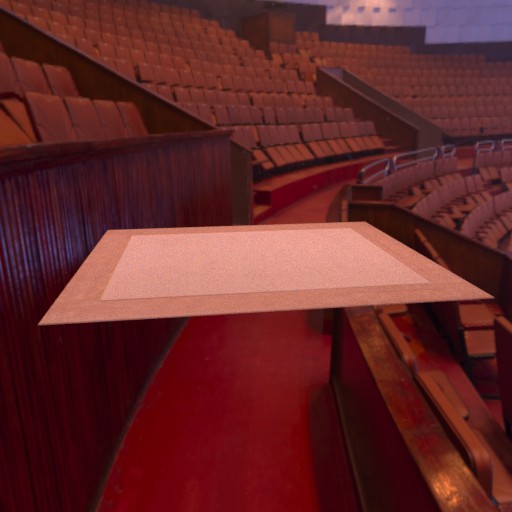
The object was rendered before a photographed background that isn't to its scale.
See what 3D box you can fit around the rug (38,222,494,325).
[{"bbox_3d":[0.000,0.000,4.073,3.048,0.014,2.438,-2,17,-8],"label":"rug"}]
